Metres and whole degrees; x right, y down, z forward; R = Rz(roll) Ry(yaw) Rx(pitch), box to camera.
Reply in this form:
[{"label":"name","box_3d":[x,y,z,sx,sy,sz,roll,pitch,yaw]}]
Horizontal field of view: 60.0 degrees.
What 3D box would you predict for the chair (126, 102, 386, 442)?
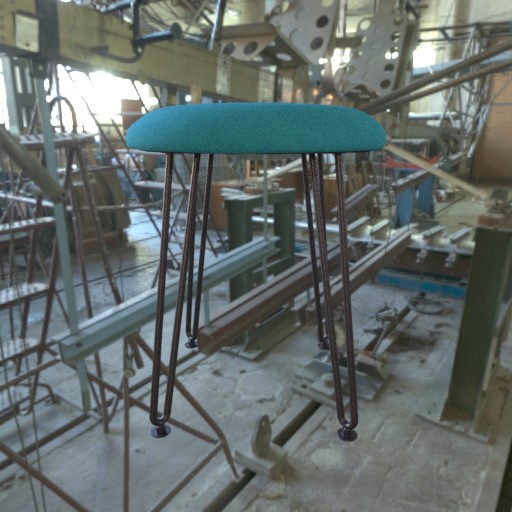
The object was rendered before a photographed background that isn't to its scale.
[{"label":"chair","box_3d":[0.000,0.000,0.665,0.350,0.430,0.350,-3,16,-10]}]
